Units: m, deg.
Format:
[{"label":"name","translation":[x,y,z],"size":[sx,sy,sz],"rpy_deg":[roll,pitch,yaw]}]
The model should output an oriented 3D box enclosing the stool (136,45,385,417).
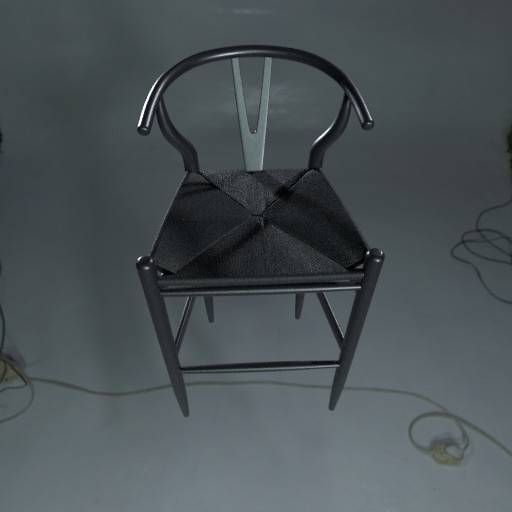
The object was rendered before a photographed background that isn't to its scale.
[{"label":"stool","translation":[0.000,0.000,1.395],"size":[0.569,1.072,0.579],"rpy_deg":[-2,47,-2]}]
